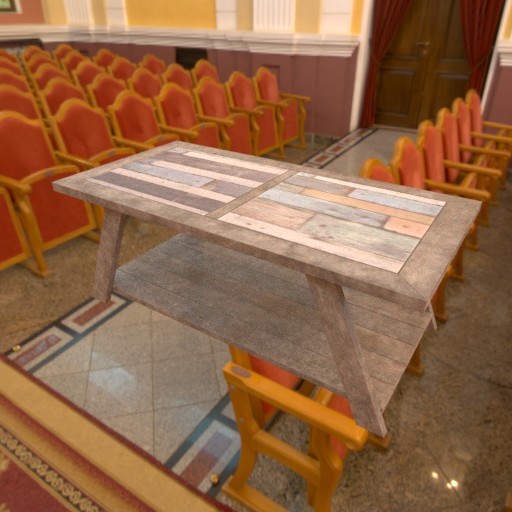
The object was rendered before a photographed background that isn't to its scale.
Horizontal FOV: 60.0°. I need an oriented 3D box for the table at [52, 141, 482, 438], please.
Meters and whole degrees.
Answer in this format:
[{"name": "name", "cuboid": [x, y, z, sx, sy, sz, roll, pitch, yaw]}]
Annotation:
[{"name": "table", "cuboid": [0.000, 0.000, 1.513, 1.219, 0.470, 0.610, 18, 34, 29]}]
